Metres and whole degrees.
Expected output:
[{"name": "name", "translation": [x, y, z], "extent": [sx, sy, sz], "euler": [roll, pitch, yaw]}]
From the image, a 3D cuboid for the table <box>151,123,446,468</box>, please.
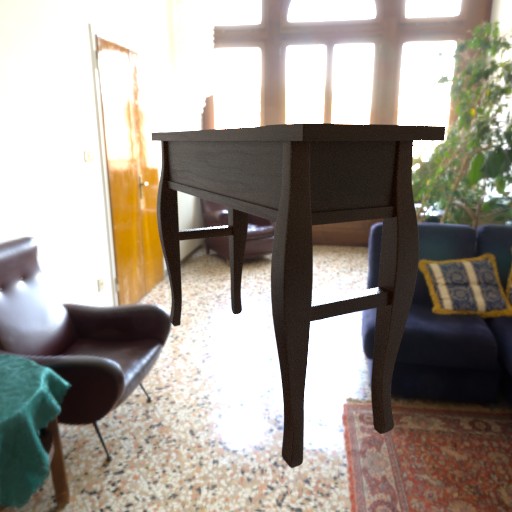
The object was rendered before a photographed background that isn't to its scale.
[{"name": "table", "translation": [0.000, 0.000, 1.407], "extent": [0.373, 0.768, 1.062], "euler": [-7, 16, -26]}]
